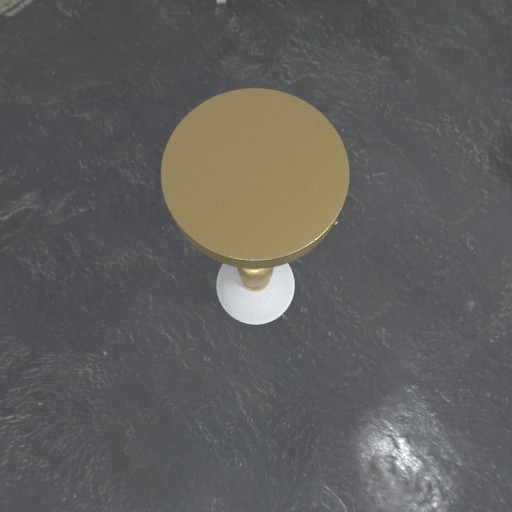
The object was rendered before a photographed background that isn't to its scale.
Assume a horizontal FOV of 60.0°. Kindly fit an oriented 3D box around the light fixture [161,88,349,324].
[{"bbox_3d":[0.000,0.000,0.582,0.147,0.510,0.146,21,76,6],"label":"light fixture"}]
